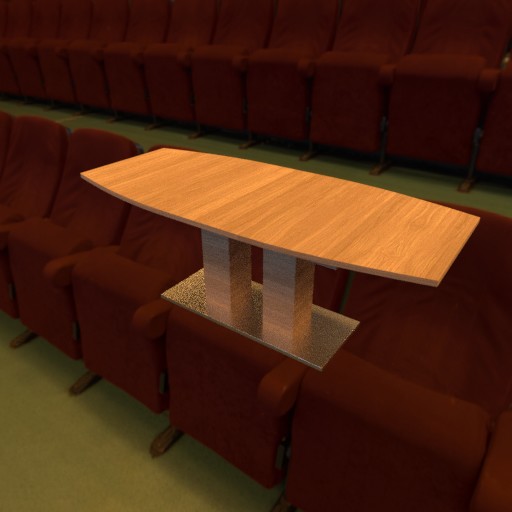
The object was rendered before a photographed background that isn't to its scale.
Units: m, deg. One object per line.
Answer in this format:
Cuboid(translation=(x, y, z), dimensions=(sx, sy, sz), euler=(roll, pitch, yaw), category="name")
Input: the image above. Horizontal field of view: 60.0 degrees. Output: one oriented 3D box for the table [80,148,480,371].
Cuboid(translation=(0.000, 0.000, 2.477), dimensions=(2.032, 0.750, 0.900), euler=(19, 34, 31), category="table")
